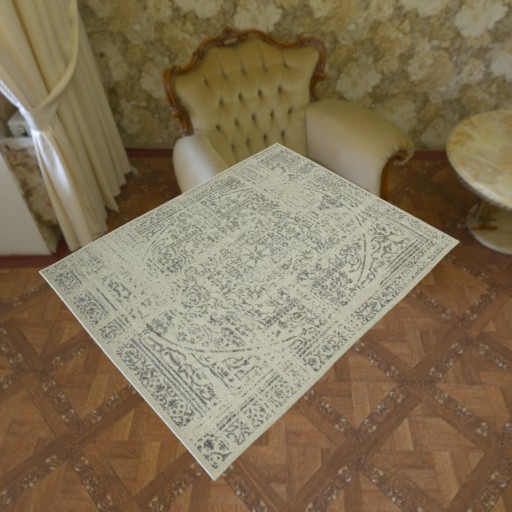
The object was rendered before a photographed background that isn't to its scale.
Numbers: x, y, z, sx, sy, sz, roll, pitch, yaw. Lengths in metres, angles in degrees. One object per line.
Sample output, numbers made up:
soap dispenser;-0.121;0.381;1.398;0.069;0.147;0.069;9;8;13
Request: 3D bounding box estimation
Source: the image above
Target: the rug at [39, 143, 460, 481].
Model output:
rug;0.000;0.000;3.879;2.921;0.032;2.311;-35;55;-29
